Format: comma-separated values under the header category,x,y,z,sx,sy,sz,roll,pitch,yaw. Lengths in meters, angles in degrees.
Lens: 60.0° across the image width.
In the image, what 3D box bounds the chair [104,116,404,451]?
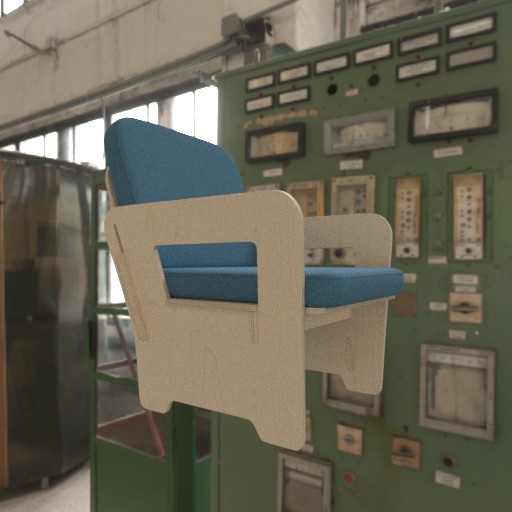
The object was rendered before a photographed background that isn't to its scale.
category,x,y,z,sx,sy,sz,roll,pitch,yaw
chair,0.000,0.000,1.164,0.657,0.747,0.547,0,-1,35
